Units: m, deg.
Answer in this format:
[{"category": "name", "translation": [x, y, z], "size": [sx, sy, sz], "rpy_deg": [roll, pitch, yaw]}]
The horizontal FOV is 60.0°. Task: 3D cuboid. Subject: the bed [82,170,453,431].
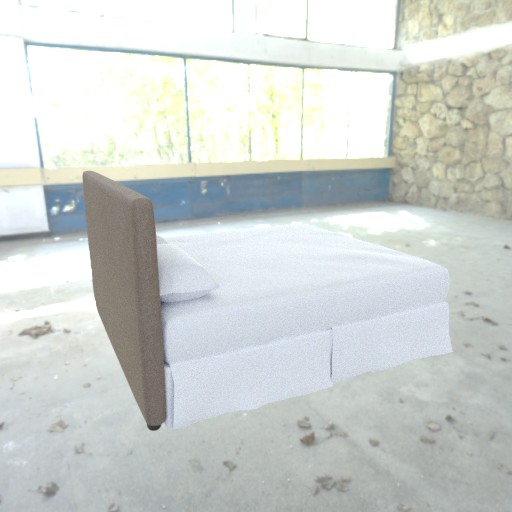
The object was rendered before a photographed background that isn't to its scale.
[{"category": "bed", "translation": [0.000, 0.000, 3.586], "size": [2.341, 1.317, 2.119], "rpy_deg": [-8, 17, -26]}]
